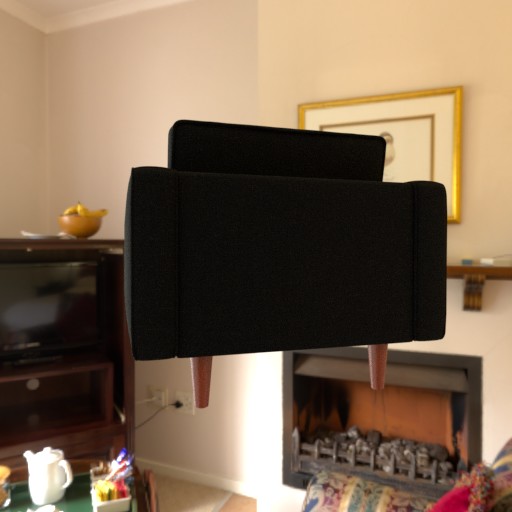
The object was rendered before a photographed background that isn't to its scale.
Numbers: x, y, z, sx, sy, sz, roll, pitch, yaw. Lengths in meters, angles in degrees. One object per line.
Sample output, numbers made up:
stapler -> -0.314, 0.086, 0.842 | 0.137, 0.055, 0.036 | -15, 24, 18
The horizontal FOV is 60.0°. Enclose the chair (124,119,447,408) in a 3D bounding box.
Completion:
chair -> 0.000, 0.000, 1.577 | 0.899, 0.770, 0.920 | 0, 1, -17
